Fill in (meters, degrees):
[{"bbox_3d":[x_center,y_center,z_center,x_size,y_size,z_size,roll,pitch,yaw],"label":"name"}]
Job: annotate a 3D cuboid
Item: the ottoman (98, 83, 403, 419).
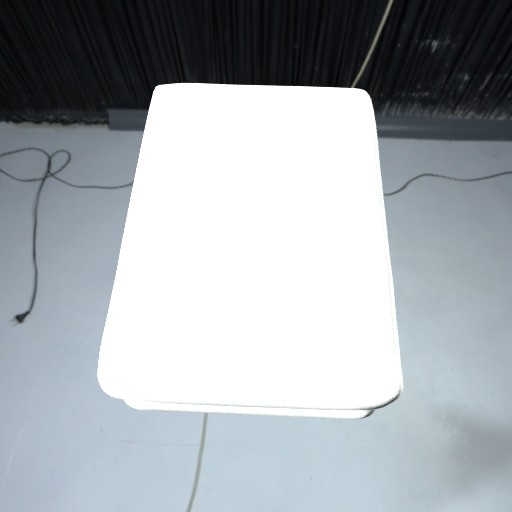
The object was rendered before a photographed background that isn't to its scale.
[{"bbox_3d":[0.000,0.000,1.127,0.569,0.499,0.773,2,63,1],"label":"ottoman"}]
